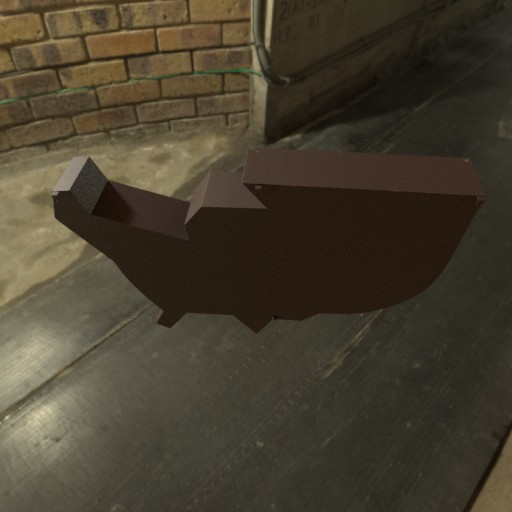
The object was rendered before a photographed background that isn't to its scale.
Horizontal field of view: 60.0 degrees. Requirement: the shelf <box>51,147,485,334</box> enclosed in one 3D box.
[{"bbox_3d":[0.000,0.000,0.905,0.729,0.439,0.112,3,47,3],"label":"shelf"}]
